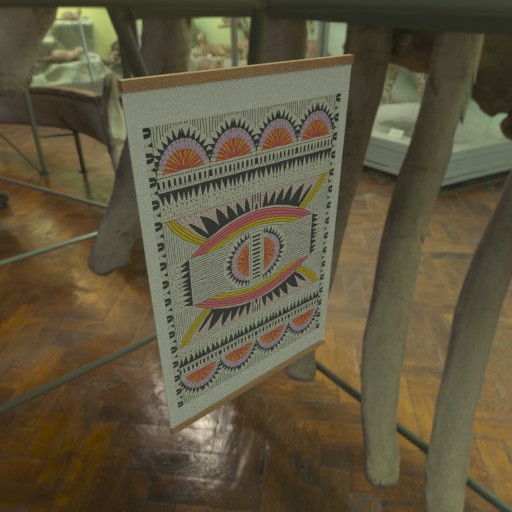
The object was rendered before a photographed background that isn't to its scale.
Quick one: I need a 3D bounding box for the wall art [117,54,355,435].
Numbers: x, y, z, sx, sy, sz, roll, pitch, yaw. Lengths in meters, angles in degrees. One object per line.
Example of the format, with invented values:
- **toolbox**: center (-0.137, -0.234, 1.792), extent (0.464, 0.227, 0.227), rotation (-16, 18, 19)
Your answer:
- **wall art**: center (0.000, 0.000, 1.923), extent (0.999, 1.533, 0.028), rotation (-22, 37, -33)
